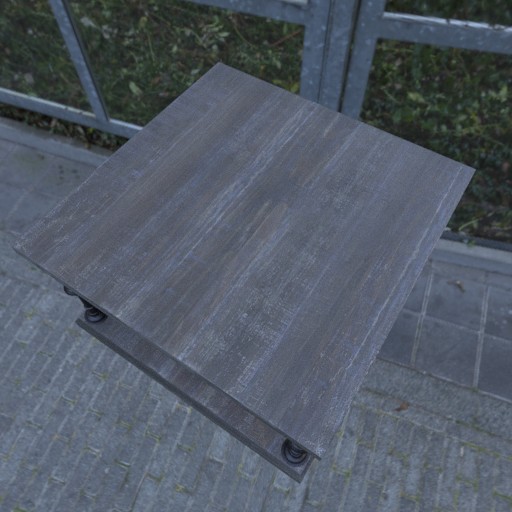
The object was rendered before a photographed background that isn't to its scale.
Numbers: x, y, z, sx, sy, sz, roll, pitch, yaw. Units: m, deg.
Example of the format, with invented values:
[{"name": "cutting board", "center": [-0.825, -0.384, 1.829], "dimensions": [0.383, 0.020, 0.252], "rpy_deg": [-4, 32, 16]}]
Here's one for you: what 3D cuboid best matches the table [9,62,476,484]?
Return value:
[{"name": "table", "center": [0.000, 0.000, 1.088], "dimensions": [0.696, 0.400, 0.696], "rpy_deg": [29, 62, 17]}]
